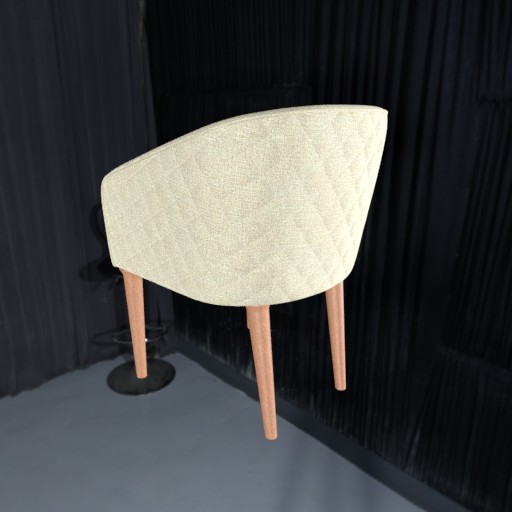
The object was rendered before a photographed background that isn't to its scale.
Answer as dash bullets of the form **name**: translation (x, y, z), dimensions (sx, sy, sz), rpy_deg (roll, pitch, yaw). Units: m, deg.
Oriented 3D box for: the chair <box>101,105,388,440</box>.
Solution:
- **chair**: translation (0.000, 0.000, 1.213), dimensions (0.584, 0.775, 0.616), rpy_deg (-17, 24, -42)
